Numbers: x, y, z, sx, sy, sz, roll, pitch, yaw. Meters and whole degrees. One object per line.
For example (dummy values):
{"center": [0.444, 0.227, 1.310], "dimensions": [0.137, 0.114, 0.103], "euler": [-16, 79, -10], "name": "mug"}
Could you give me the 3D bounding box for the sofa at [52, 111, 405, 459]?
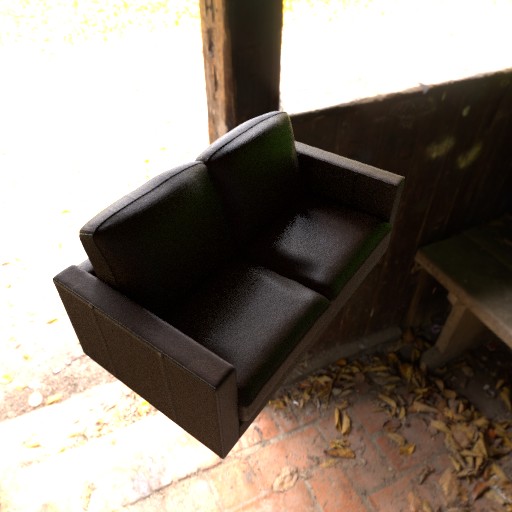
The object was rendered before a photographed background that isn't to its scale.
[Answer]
{"center": [0.000, 0.000, 2.210], "dimensions": [0.909, 0.951, 1.578], "euler": [26, 48, 26], "name": "sofa"}
